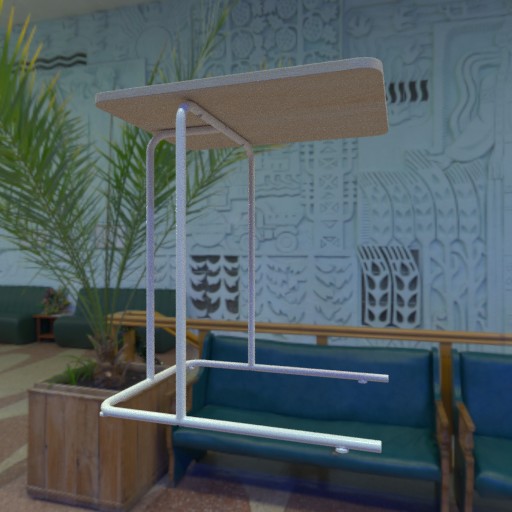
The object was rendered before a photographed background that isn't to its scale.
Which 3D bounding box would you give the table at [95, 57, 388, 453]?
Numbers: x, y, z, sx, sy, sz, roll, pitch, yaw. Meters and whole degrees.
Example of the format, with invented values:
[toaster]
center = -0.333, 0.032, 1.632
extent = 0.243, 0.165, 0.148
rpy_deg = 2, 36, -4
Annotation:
[table]
center = 0.000, 0.000, 0.854
extent = 0.480, 0.550, 0.370
rpy_deg = 0, 0, 18
